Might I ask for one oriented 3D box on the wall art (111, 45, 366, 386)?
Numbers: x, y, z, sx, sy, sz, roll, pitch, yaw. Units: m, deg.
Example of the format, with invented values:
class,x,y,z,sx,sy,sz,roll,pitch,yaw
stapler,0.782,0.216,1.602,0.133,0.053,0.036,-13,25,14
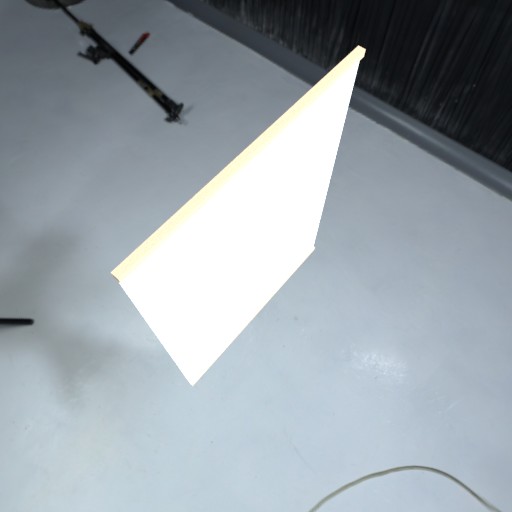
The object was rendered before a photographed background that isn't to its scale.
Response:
class,x,y,z,sx,sy,sz,roll,pitch,yaw
wall art,0.000,0.000,0.815,0.012,0.608,0.459,37,69,17
